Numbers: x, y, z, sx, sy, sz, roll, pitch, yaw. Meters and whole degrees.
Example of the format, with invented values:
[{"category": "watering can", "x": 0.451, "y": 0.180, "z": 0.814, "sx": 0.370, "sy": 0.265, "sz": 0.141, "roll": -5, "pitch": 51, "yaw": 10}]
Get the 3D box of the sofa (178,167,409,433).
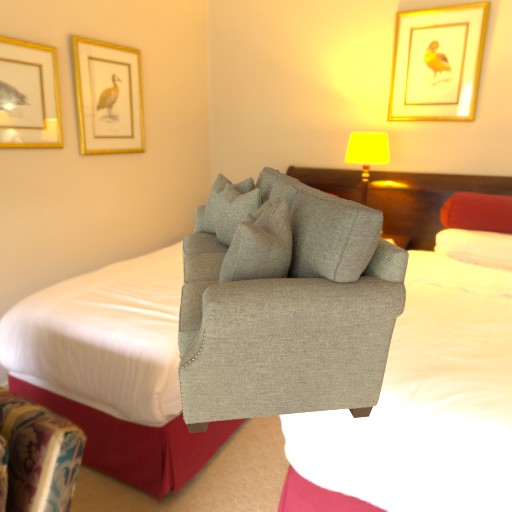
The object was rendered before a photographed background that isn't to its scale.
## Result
[{"category": "sofa", "x": 0.000, "y": 0.000, "z": 2.838, "sx": 0.965, "sy": 0.975, "sz": 2.312, "roll": -2, "pitch": 16, "yaw": -8}]
